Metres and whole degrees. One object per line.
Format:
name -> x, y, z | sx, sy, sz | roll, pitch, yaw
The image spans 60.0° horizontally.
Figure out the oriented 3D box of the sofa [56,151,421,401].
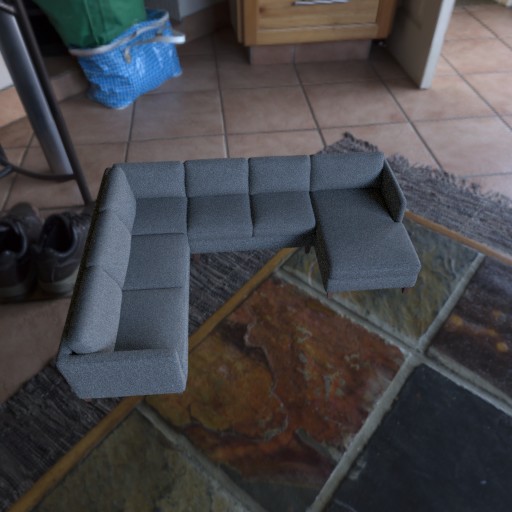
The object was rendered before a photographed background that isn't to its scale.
sofa -> 0.000, 0.000, 4.428 | 3.238, 0.853, 2.551 | -3, 47, -3
